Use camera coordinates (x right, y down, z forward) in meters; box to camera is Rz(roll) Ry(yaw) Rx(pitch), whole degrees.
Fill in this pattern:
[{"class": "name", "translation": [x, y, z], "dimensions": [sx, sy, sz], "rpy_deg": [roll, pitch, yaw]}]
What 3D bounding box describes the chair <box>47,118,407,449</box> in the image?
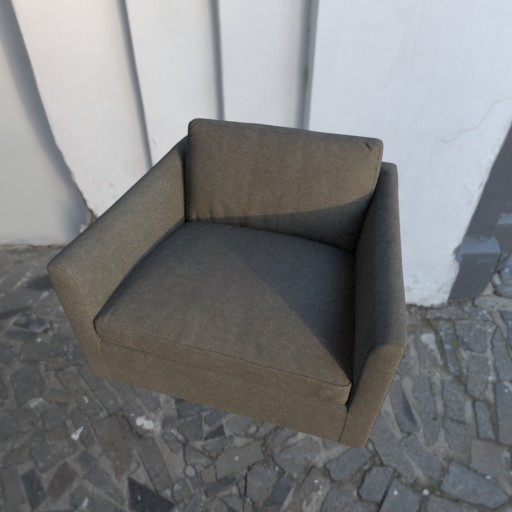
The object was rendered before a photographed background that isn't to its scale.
[{"class": "chair", "translation": [0.000, 0.000, 1.903], "dimensions": [1.190, 0.845, 1.091], "rpy_deg": [11, 43, 12]}]
